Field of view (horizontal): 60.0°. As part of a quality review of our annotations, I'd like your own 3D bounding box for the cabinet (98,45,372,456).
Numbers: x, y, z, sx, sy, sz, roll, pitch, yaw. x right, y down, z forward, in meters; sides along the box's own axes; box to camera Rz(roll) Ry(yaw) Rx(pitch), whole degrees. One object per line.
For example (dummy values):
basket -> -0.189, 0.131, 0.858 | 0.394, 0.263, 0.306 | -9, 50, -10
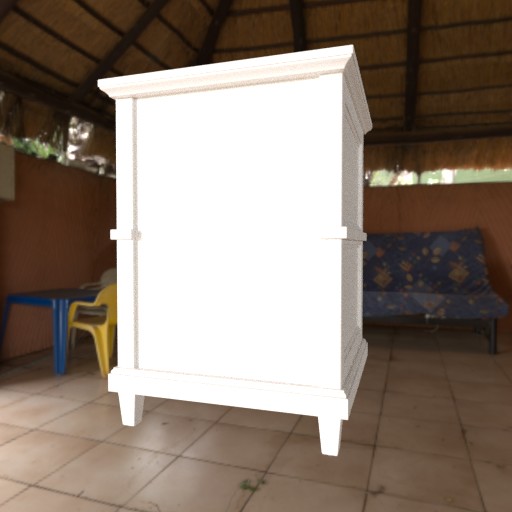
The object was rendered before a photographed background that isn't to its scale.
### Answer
cabinet -> 0.000, 0.000, 1.146 | 0.544, 0.775, 0.547 | 0, 1, 18
